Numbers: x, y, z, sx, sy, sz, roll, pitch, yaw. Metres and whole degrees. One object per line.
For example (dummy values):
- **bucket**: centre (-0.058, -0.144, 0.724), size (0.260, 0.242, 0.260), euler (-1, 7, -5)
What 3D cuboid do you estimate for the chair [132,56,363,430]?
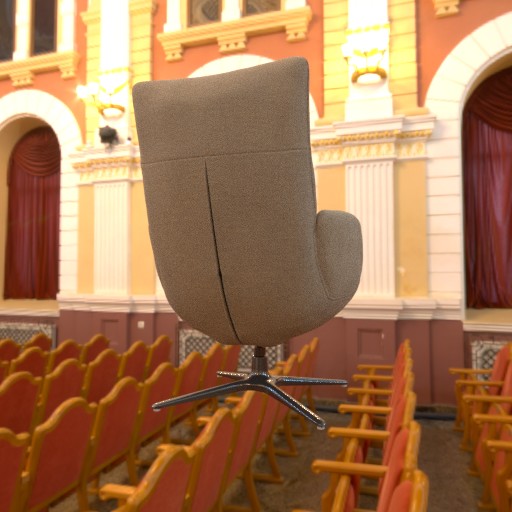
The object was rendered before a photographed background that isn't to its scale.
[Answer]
- **chair**: centre (0.000, 0.000, 1.583), size (0.711, 1.016, 0.889), euler (-1, -3, 19)
